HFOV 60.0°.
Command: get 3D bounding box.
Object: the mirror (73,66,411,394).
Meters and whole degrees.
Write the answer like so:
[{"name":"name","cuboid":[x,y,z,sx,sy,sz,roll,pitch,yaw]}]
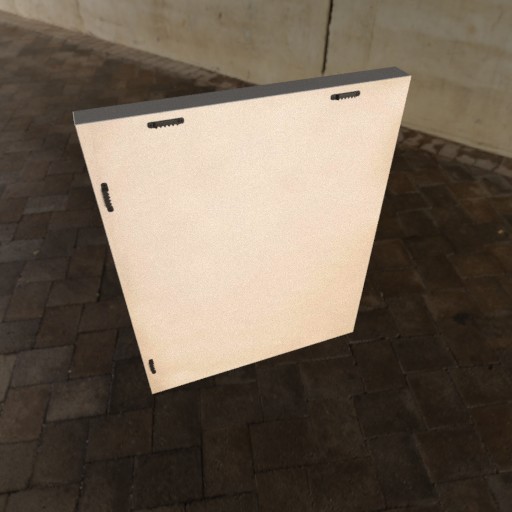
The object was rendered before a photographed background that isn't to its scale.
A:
[{"name":"mirror","cuboid":[0.000,0.000,0.683,0.405,0.508,0.041,-14,43,-15]}]
